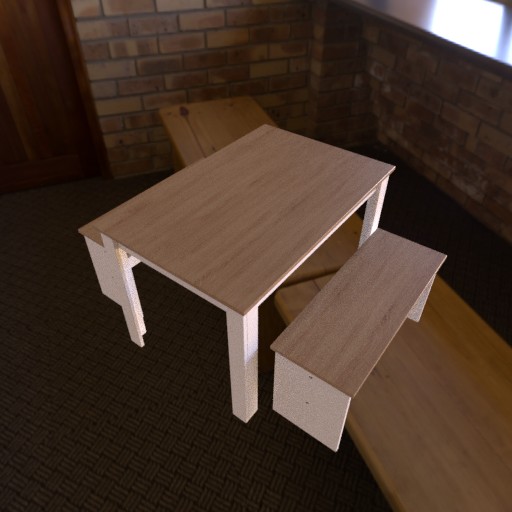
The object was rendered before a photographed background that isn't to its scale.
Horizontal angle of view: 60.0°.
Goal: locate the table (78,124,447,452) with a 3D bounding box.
[{"bbox_3d":[0.000,0.000,2.063,1.443,0.700,1.100,27,48,27],"label":"table"}]
